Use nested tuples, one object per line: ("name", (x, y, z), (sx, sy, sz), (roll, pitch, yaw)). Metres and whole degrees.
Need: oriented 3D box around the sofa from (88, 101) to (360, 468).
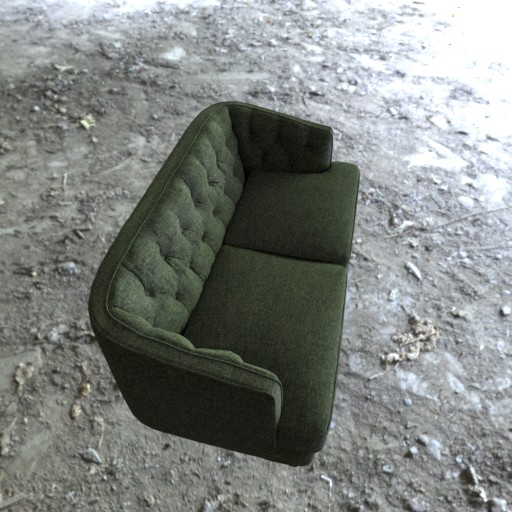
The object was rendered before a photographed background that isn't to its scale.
("sofa", (0.000, 0.000, 2.227), (0.941, 0.855, 1.733), (10, 47, 9))
